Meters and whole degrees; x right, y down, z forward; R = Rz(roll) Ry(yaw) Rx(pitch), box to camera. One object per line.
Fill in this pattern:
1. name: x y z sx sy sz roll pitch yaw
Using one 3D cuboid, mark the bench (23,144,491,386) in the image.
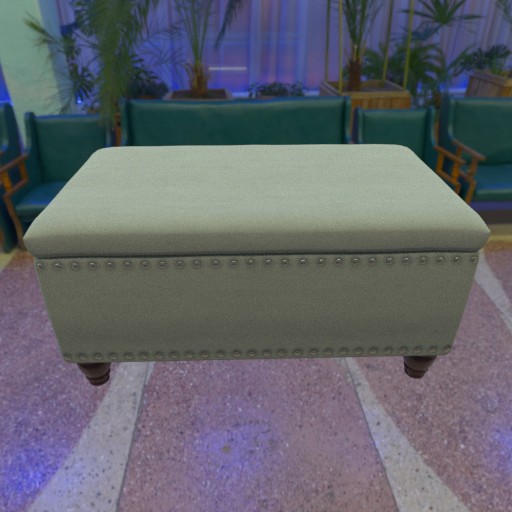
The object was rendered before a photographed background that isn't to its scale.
1. bench: 0.000 0.000 1.141 0.887 0.449 0.500 -1 31 -1
